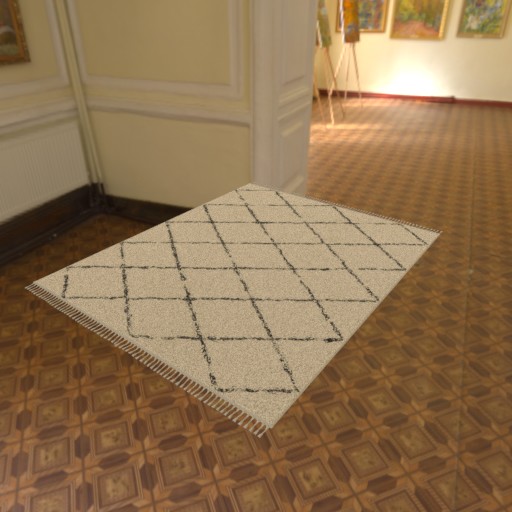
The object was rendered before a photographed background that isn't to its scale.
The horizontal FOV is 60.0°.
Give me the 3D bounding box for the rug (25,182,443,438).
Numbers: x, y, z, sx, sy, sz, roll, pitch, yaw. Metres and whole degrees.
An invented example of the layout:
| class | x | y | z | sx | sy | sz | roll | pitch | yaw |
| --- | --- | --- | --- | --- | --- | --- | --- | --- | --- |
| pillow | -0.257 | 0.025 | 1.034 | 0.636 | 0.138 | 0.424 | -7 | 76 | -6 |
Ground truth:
| class | x | y | z | sx | sy | sz | roll | pitch | yaw |
| --- | --- | --- | --- | --- | --- | --- | --- | --- | --- |
| rug | 0.000 | 0.000 | 3.994 | 2.380 | 0.013 | 3.051 | 20 | 35 | 32 |
